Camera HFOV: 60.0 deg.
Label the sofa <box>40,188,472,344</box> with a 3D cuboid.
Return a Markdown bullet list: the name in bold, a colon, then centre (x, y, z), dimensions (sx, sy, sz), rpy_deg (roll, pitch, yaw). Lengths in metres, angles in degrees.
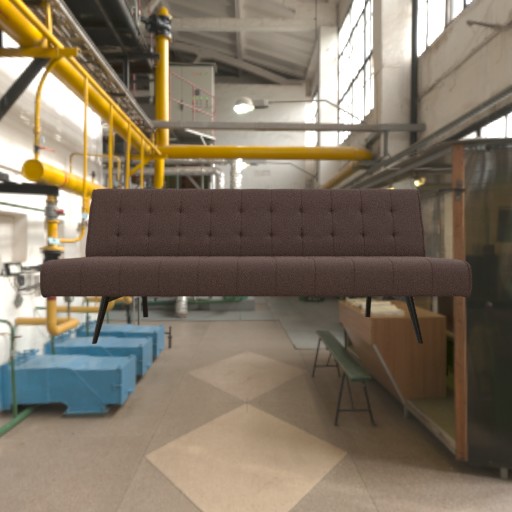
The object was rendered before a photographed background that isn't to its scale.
- **sofa**: centre (0.000, 0.000, 2.114), dimensions (1.703, 0.699, 0.747), rpy_deg (0, 1, 0)
